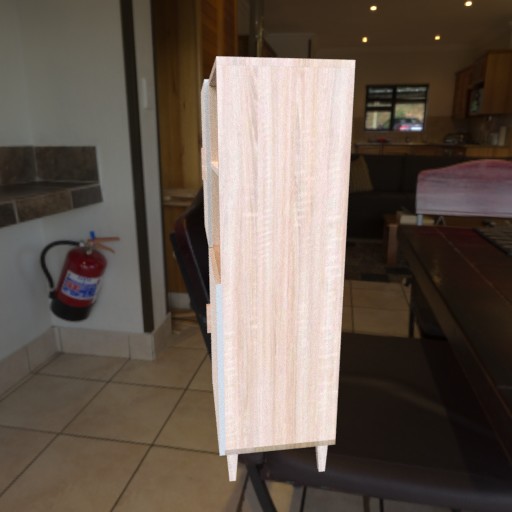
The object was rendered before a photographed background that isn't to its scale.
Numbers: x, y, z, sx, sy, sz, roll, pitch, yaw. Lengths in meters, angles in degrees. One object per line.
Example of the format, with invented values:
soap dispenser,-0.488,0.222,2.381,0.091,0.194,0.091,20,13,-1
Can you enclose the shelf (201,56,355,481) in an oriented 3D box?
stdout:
shelf,0.000,0.000,1.894,0.434,1.405,0.995,-2,15,-8
